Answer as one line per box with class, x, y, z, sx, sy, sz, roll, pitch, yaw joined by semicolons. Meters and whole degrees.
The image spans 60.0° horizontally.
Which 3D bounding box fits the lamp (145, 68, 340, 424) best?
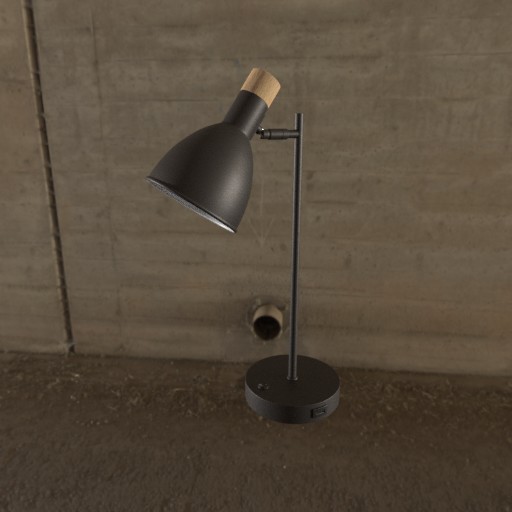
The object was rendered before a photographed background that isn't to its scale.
lamp;0.000;0.000;0.615;0.287;0.483;0.152;-9;18;-27
